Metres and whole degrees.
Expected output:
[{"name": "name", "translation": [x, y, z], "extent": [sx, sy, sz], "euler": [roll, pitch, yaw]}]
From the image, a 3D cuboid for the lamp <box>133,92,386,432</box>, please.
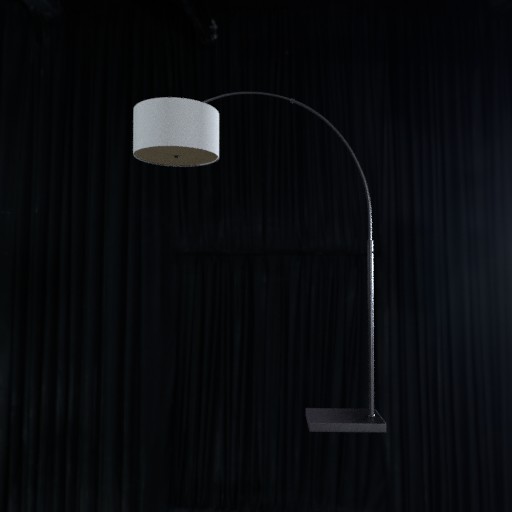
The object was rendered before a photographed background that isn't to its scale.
[{"name": "lamp", "translation": [0.000, 0.000, 2.579], "extent": [1.424, 1.927, 0.493], "euler": [0, -1, 2]}]
